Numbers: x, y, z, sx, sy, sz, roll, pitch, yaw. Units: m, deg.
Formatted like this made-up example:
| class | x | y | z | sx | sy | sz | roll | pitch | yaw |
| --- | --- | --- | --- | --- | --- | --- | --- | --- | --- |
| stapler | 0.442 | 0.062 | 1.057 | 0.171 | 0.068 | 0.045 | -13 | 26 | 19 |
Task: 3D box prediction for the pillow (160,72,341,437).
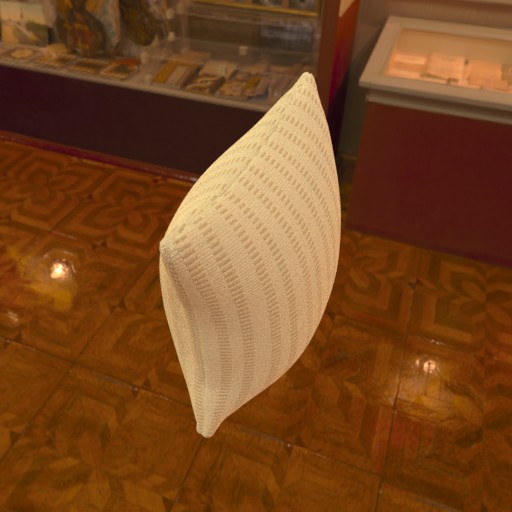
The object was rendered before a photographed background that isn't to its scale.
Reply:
| class | x | y | z | sx | sy | sz | roll | pitch | yaw |
| --- | --- | --- | --- | --- | --- | --- | --- | --- | --- |
| pillow | 0.000 | 0.000 | 0.697 | 0.247 | 0.419 | 0.438 | 17 | 47 | 16 |
